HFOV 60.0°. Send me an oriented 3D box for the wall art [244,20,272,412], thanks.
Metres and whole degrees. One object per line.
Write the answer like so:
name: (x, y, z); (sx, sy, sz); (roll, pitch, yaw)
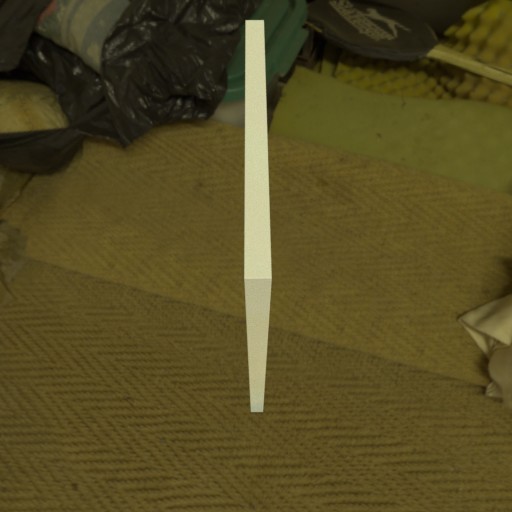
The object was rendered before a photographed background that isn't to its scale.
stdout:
wall art: (0.000, 0.000, 1.170); (0.039, 0.915, 0.612); (0, 59, 0)
